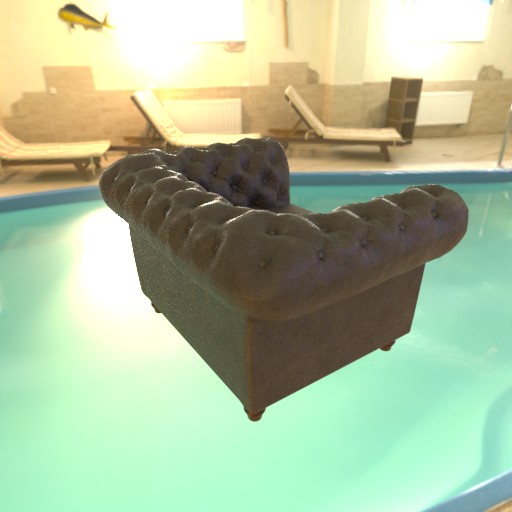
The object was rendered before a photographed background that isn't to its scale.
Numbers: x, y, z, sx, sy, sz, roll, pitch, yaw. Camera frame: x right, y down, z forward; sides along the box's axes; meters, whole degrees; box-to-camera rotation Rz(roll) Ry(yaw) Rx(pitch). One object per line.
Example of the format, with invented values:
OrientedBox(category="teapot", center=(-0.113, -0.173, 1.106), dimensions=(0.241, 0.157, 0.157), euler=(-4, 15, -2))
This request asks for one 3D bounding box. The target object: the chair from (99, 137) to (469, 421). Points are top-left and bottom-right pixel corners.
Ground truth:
OrientedBox(category="chair", center=(0.000, 0.000, 1.885), dimensions=(0.943, 0.780, 1.298), euler=(-17, 31, -31))
